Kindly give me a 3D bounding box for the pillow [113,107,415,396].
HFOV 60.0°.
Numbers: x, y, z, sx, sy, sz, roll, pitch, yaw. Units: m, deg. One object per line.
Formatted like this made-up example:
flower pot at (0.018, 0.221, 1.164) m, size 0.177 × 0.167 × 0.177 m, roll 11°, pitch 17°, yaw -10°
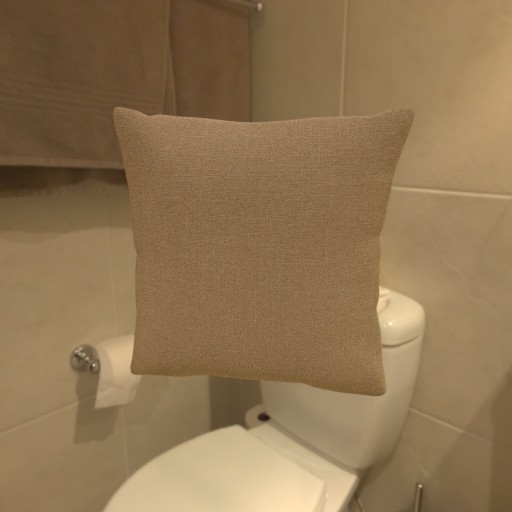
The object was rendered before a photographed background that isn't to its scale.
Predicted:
pillow at (0.000, 0.000, 0.680) m, size 0.429 × 0.436 × 0.159 m, roll 2°, pitch 15°, yaw 7°
